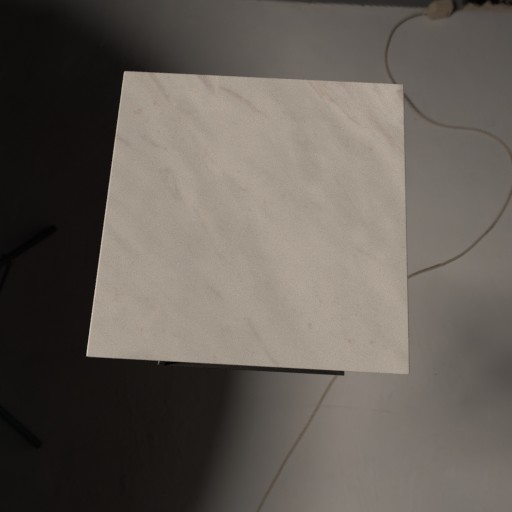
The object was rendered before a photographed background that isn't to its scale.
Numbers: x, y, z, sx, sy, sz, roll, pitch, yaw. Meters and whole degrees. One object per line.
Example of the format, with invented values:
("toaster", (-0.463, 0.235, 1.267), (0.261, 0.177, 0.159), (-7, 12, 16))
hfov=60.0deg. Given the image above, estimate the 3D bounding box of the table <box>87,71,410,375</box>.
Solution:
("table", (0.000, 0.000, 0.870), (0.455, 0.559, 0.455), (3, 78, 1))
